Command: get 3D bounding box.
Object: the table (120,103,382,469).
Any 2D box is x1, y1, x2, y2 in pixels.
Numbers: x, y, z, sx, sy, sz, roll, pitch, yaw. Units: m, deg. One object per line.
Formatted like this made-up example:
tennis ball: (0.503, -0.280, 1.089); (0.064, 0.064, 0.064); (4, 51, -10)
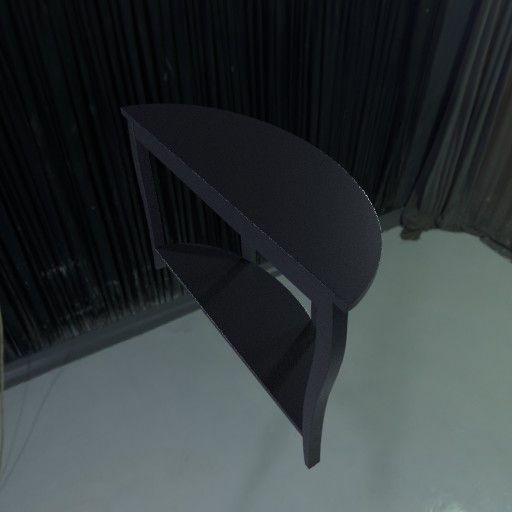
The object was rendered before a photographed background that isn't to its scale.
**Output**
table: (0.000, 0.000, 1.598); (0.394, 0.780, 1.219); (-24, 45, -25)
